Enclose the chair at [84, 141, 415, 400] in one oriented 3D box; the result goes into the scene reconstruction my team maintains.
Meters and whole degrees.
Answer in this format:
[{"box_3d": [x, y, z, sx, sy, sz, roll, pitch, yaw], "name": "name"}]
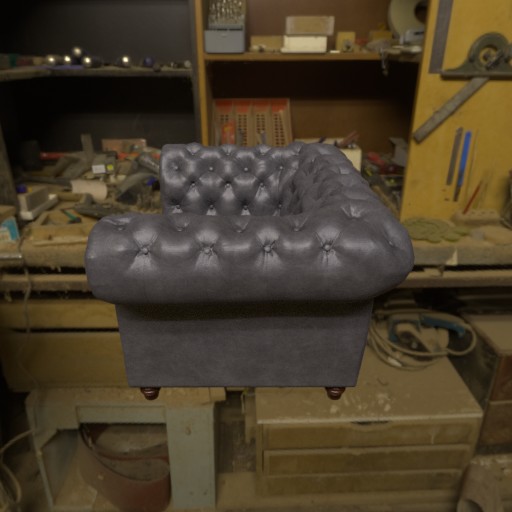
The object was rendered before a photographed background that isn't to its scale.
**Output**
[{"box_3d": [0.000, 0.000, 1.887, 0.943, 0.780, 1.298, 0, 26, 0], "name": "chair"}]
